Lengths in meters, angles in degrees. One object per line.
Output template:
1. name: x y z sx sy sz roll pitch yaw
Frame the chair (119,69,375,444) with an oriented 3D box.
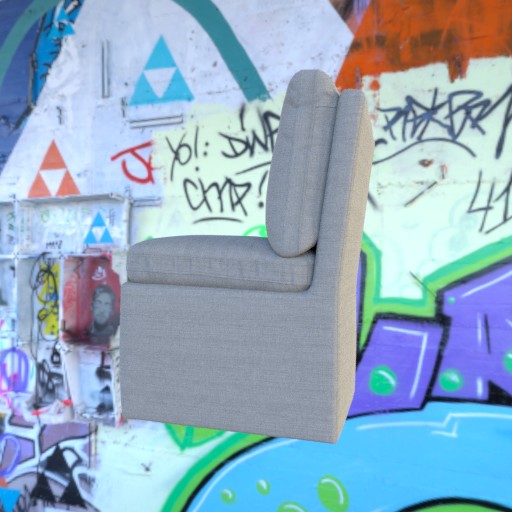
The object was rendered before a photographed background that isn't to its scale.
1. chair: 0.000 0.000 1.376 0.698 0.927 0.503 0 0 18
